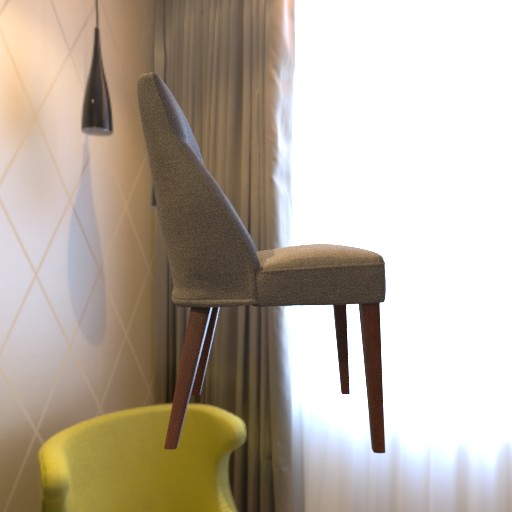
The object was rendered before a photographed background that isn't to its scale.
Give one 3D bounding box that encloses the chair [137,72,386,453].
[{"bbox_3d":[0.000,0.000,1.270,0.620,0.930,0.500,0,1,1],"label":"chair"}]
